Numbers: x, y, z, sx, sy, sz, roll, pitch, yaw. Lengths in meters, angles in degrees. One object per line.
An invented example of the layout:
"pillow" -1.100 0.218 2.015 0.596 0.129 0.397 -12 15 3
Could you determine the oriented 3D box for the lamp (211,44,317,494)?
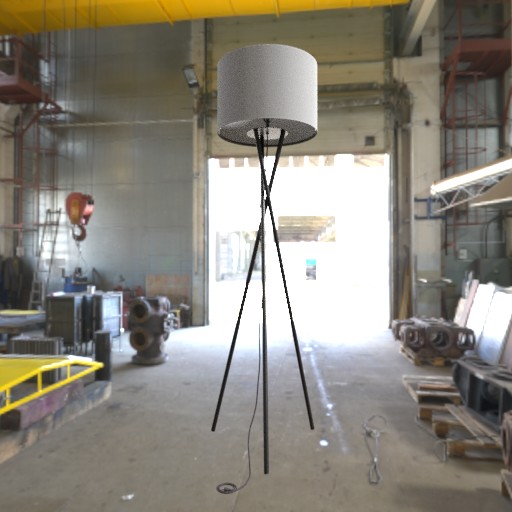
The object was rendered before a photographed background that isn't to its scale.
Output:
"lamp" 0.000 0.000 1.902 0.667 1.624 0.522 1 -1 -37
